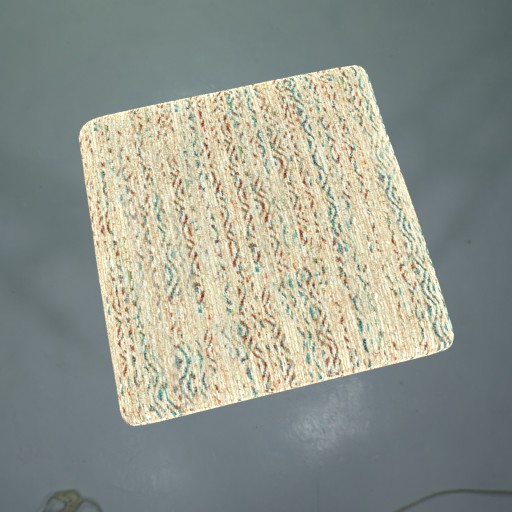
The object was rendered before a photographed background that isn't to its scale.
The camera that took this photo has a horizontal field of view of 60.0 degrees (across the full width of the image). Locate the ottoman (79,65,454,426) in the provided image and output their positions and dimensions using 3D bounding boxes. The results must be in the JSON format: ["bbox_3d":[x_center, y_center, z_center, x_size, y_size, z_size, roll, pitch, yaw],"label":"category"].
[{"bbox_3d":[0.000,0.000,0.890,0.521,0.453,0.512,-13,76,-3],"label":"ottoman"}]
